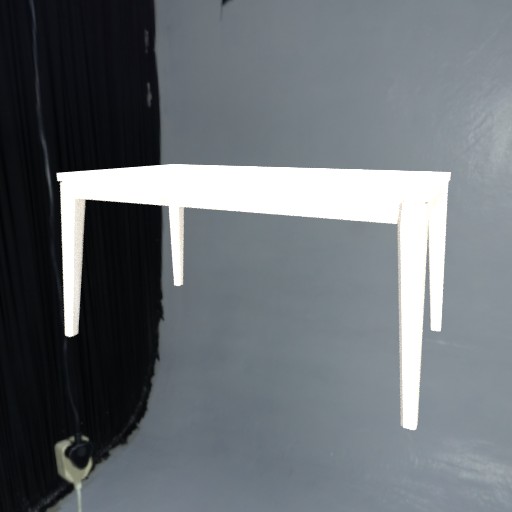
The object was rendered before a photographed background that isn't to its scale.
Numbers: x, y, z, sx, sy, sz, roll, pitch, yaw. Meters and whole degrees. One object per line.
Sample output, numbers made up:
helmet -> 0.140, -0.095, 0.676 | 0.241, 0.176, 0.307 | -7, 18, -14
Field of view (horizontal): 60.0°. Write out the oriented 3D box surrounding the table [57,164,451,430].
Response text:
table -> 0.000, 0.000, 2.060 | 1.600, 0.760, 0.900 | 7, 16, 26
